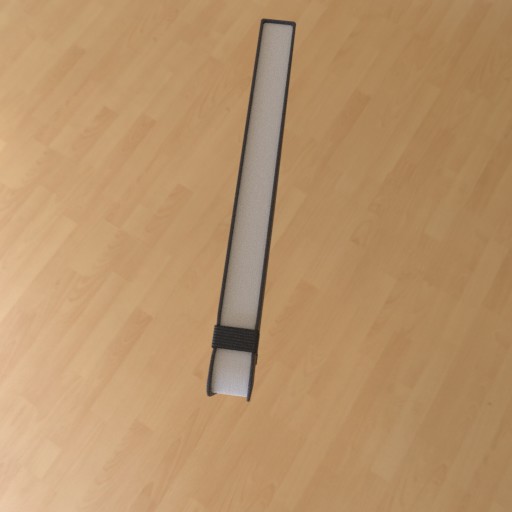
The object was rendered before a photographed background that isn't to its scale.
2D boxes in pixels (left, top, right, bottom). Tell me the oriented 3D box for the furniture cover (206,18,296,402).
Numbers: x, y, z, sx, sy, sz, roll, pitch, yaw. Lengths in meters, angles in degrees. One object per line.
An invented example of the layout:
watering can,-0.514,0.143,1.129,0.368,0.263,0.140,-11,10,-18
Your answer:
furniture cover,0.000,0.000,0.369,0.023,0.281,0.216,7,75,2
